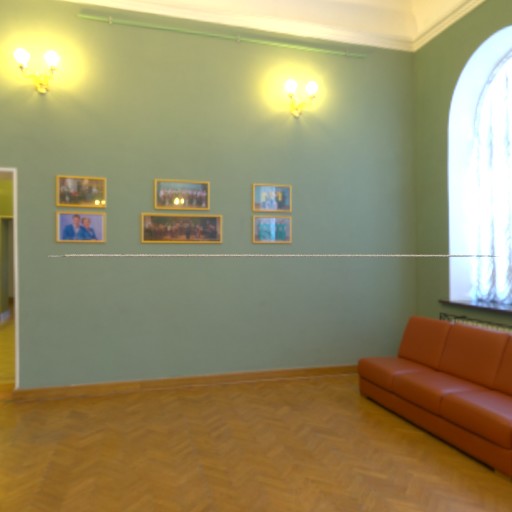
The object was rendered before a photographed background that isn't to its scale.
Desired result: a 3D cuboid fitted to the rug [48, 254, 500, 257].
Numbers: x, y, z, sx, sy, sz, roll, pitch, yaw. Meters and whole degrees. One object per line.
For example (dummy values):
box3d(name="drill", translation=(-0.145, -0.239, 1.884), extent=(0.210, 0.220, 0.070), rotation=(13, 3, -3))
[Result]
box3d(name="rug", translation=(0.000, 0.000, 3.941), extent=(3.051, 0.013, 2.380), rotation=(0, 0, -17))
